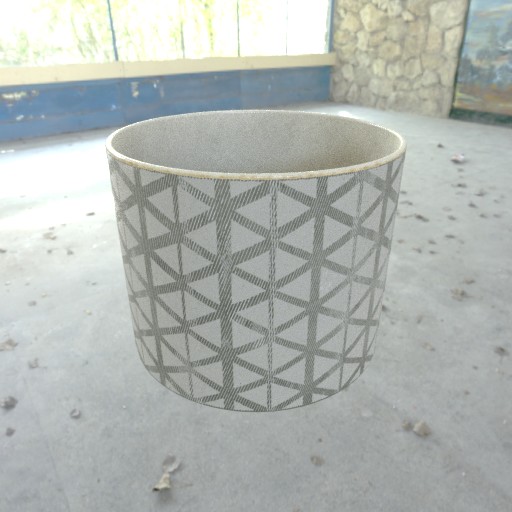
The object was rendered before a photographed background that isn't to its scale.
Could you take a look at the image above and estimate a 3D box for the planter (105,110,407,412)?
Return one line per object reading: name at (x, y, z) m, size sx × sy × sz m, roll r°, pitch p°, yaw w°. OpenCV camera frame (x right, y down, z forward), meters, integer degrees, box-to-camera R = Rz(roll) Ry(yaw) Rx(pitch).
planter at (0.000, 0.000, 0.437) m, size 0.250 × 0.239 × 0.250 m, roll 0°, pitch 27°, yaw 0°
